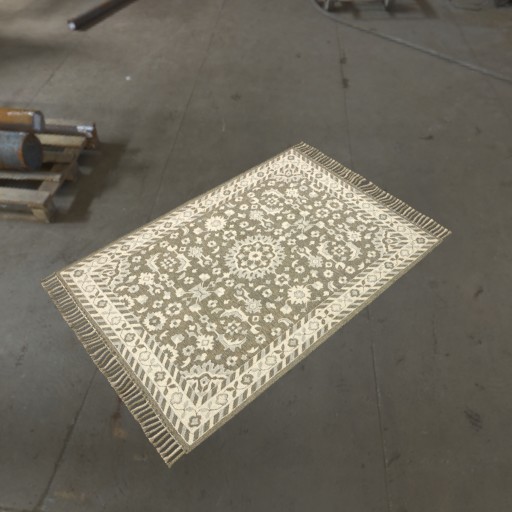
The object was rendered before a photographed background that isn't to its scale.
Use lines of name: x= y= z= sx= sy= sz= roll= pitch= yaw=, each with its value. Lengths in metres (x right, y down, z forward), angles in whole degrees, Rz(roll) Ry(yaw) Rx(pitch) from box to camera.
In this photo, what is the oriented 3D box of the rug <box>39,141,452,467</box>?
rug: x=0.000 y=0.000 z=3.029 sx=2.431 sy=0.025 sz=1.530 roll=-33 pitch=56 yaw=-26
